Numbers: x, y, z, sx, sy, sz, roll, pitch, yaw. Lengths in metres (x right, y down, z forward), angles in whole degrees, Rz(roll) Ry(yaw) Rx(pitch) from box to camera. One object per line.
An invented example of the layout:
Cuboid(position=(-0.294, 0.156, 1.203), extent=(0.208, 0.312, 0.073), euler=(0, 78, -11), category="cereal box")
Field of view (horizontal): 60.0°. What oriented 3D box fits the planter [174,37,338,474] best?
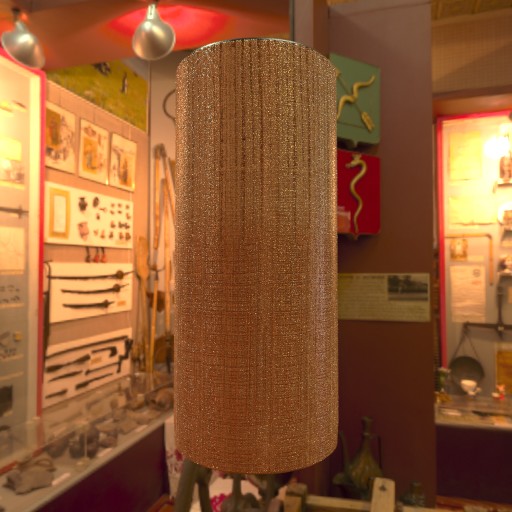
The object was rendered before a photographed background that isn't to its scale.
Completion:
Cuboid(position=(0.000, 0.000, 0.277), extent=(0.100, 0.227, 0.100), euler=(-1, -2, 19), category="planter")
